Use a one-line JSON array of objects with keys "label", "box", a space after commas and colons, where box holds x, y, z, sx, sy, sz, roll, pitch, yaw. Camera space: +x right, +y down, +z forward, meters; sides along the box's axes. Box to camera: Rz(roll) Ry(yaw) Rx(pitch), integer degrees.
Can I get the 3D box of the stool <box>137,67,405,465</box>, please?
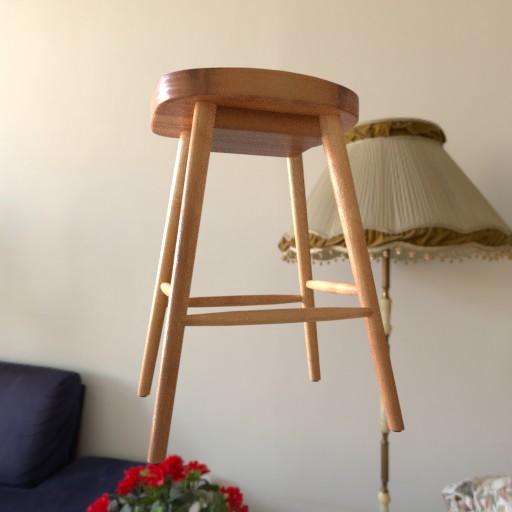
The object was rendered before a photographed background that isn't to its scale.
[{"label": "stool", "box": [0.000, 0.000, 0.879, 0.440, 0.615, 0.361, 0, -1, -17]}]
